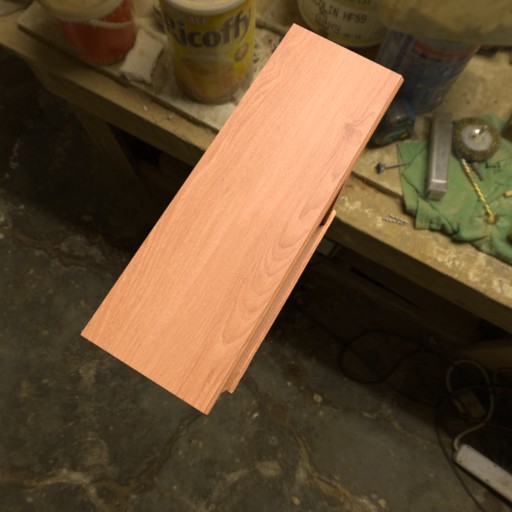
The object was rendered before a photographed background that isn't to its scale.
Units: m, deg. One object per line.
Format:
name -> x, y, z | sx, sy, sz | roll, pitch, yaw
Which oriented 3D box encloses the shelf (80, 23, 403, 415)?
shelf -> 0.000, 0.000, 1.403 | 0.291, 0.980, 0.840 | 30, 77, 8
